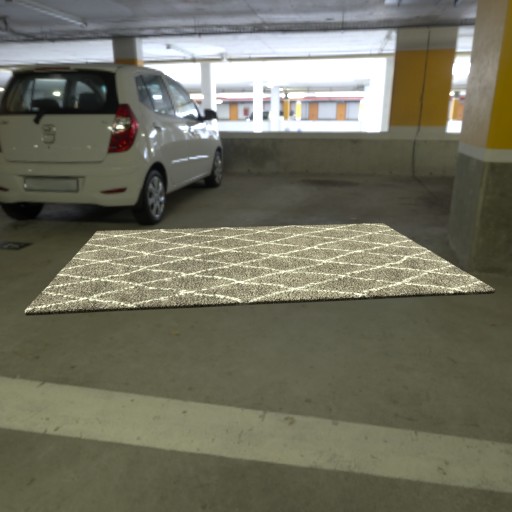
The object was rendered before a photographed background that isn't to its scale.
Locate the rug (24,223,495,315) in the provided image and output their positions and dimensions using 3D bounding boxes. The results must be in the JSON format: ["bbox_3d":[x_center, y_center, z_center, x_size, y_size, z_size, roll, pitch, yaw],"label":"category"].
[{"bbox_3d":[0.000,0.000,3.386,2.743,0.030,1.778,-2,18,-6],"label":"rug"}]
